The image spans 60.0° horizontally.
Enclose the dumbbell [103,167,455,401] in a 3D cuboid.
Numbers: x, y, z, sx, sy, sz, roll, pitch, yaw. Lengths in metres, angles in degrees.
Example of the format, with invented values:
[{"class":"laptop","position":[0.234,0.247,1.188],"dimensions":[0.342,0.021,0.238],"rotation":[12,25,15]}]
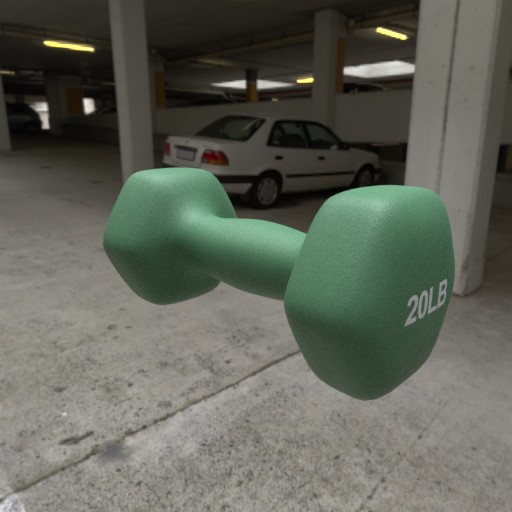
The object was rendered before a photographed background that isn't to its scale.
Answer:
[{"class":"dumbbell","position":[0.000,0.000,0.319],"dimensions":[0.126,0.114,0.257],"rotation":[-15,21,-43]}]
